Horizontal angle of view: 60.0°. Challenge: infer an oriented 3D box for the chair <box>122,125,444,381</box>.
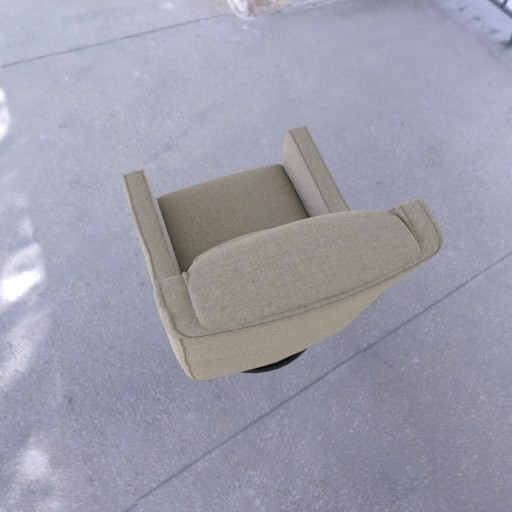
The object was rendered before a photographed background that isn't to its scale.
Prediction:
[{"bbox_3d":[0.000,0.000,1.559,0.732,0.993,0.879,-18,60,-11],"label":"chair"}]
